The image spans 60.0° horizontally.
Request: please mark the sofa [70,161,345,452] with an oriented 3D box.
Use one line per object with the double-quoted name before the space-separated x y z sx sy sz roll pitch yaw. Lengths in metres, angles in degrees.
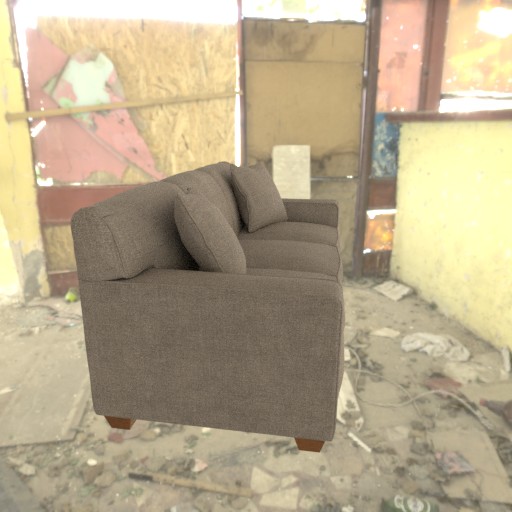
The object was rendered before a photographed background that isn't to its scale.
"sofa" 0.000 0.000 2.518 0.997 0.958 2.024 3 17 9
